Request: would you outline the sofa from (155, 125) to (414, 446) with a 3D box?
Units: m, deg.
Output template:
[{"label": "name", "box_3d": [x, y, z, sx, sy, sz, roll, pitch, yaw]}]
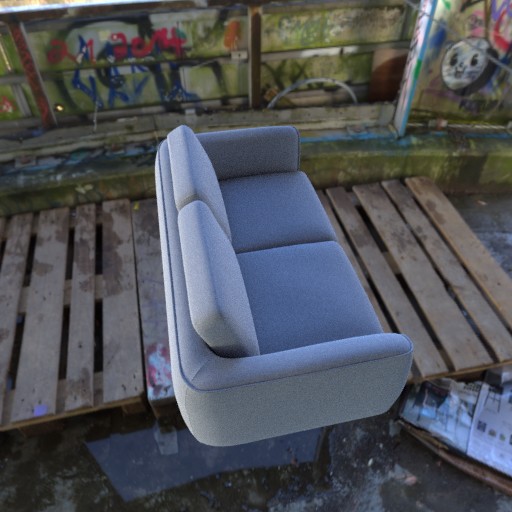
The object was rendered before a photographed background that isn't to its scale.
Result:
[{"label": "sofa", "box_3d": [0.000, 0.000, 2.231, 0.920, 0.850, 1.700, -9, 46, -8]}]
